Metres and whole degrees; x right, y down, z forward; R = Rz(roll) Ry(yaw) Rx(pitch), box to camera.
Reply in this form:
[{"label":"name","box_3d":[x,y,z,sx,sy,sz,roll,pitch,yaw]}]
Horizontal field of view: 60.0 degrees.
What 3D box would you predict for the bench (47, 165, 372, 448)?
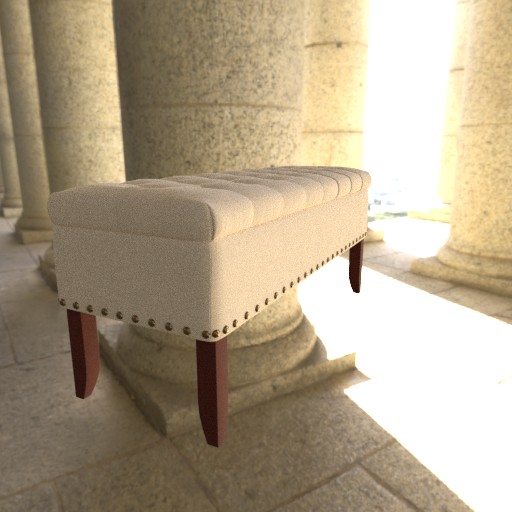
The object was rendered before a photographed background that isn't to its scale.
[{"label":"bench","box_3d":[0.000,0.000,1.268,0.400,0.470,1.054,7,16,27]}]
